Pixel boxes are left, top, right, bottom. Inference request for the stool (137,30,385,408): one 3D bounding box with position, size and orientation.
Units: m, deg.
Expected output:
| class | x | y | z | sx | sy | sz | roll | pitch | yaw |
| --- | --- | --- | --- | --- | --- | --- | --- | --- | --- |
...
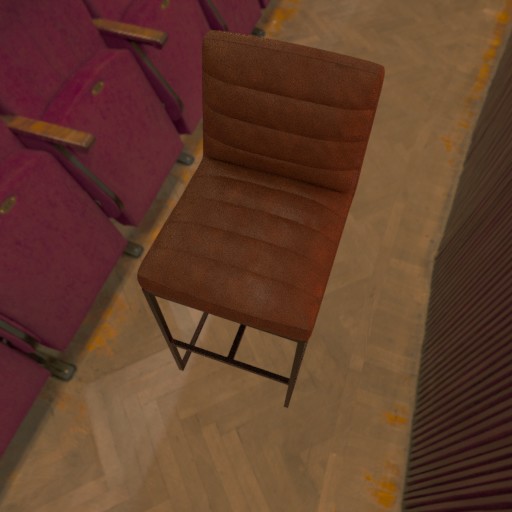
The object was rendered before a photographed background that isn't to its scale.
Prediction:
| class | x | y | z | sx | sy | sz | roll | pitch | yaw |
| --- | --- | --- | --- | --- | --- | --- | --- | --- | --- |
| stool | 0.000 | 0.000 | 1.348 | 0.463 | 1.065 | 0.562 | 16 | 59 | 10 |
